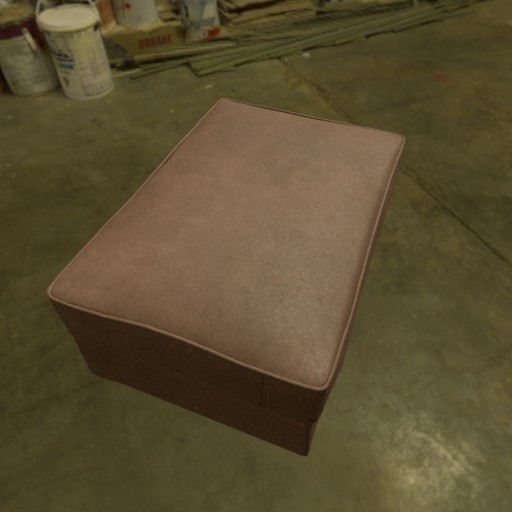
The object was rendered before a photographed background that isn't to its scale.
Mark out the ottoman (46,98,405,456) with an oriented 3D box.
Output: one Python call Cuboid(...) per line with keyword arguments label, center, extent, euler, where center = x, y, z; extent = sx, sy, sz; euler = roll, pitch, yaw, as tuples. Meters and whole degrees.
Cuboid(label="ottoman", center=(0.000, 0.000, 1.200), extent=(0.596, 0.481, 0.860), euler=(16, 49, 14))
